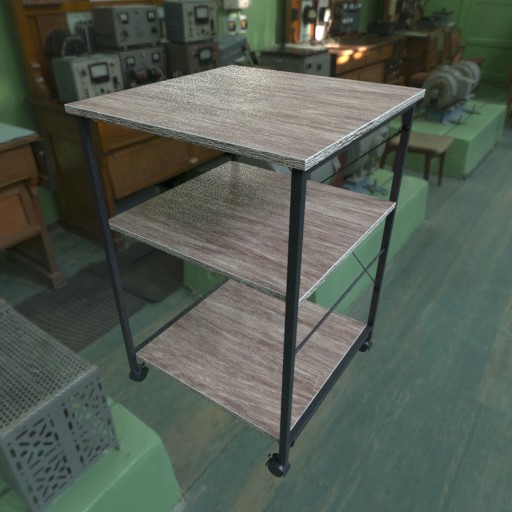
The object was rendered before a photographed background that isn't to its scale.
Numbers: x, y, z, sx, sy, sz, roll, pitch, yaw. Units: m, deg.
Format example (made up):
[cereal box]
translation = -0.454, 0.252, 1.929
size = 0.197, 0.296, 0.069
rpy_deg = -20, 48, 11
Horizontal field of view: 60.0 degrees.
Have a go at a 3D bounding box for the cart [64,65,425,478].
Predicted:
[cart]
translation = 0.000, 0.000, 1.096
size = 0.521, 0.762, 0.520
rpy_deg = 20, 38, 29
